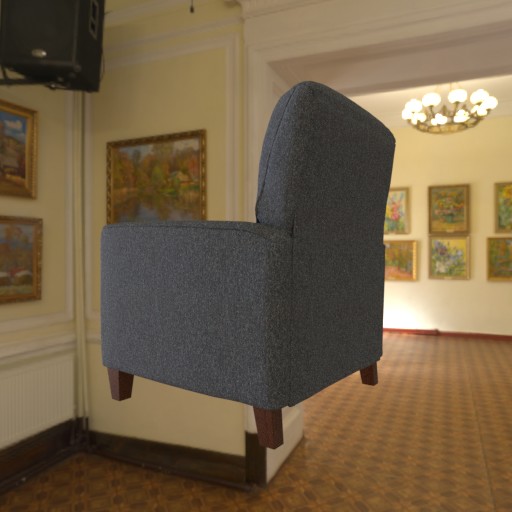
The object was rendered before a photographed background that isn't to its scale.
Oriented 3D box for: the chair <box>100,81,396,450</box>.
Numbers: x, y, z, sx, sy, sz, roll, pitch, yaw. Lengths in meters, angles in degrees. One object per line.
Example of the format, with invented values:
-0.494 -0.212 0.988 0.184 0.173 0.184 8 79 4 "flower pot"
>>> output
0.000 0.000 1.657 0.850 1.016 0.839 0 0 36 "chair"
